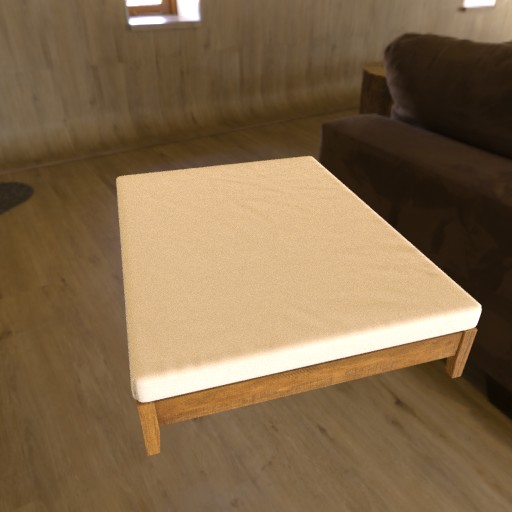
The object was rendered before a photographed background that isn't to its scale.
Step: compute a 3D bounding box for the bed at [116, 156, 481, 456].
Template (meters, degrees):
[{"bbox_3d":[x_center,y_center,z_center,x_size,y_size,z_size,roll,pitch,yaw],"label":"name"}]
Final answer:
[{"bbox_3d":[0.000,0.000,2.693,1.536,0.431,2.016,-9,34,-14],"label":"bed"}]
